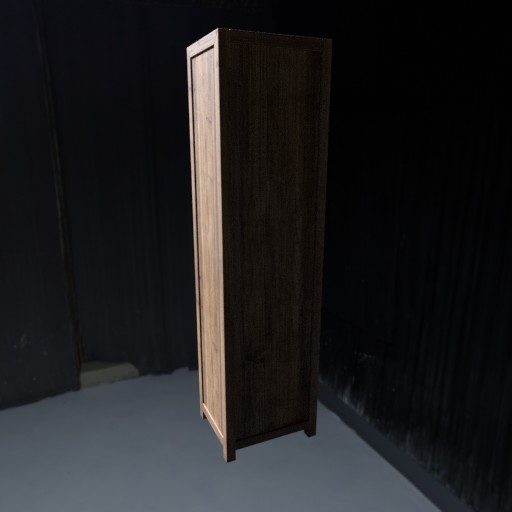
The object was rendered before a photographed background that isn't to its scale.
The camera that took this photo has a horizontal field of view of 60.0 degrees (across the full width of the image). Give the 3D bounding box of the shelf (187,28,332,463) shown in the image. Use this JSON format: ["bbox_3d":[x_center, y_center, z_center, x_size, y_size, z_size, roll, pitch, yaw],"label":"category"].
[{"bbox_3d":[0.000,0.000,2.167,0.500,1.900,0.428,-7,17,-23],"label":"shelf"}]
